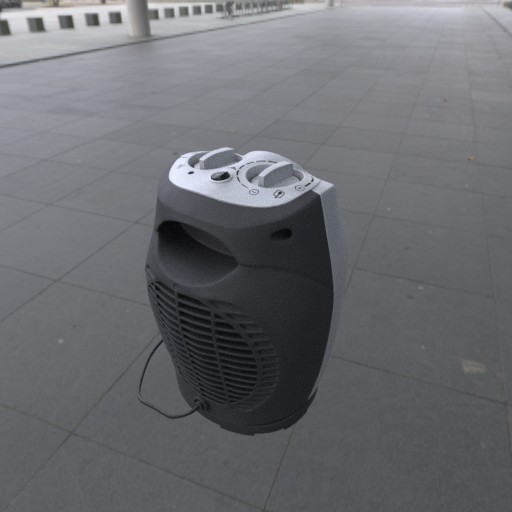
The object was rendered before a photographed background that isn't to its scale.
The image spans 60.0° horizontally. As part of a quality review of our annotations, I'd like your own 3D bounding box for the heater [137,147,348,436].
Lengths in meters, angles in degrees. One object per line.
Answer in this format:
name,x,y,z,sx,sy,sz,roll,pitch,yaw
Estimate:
heater,0.000,0.000,0.479,0.239,0.255,0.291,21,37,30
